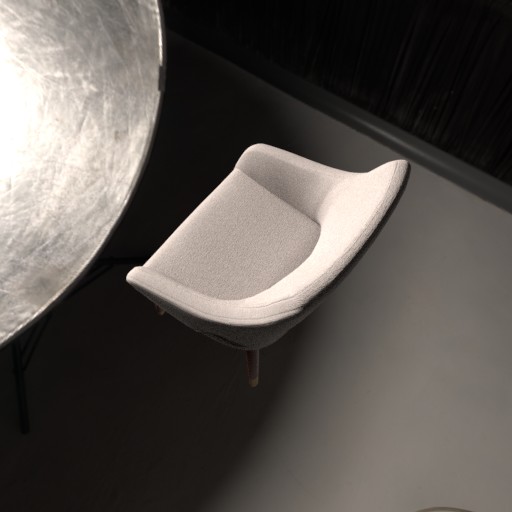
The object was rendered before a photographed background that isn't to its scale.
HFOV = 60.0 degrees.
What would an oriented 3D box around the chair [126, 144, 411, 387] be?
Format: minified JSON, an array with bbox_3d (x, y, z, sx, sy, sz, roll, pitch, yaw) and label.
[{"bbox_3d":[0.000,0.000,1.351,0.600,0.889,0.609,33,68,16],"label":"chair"}]
